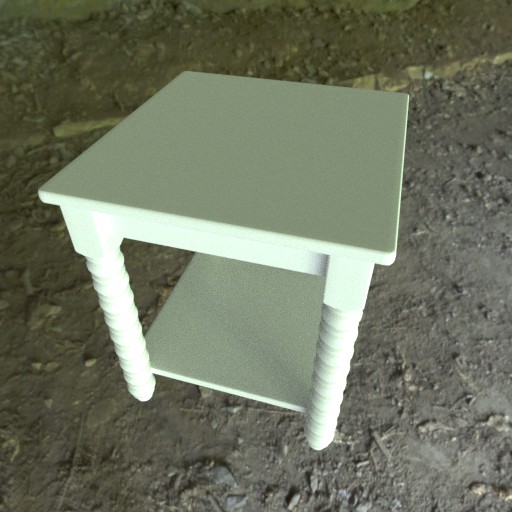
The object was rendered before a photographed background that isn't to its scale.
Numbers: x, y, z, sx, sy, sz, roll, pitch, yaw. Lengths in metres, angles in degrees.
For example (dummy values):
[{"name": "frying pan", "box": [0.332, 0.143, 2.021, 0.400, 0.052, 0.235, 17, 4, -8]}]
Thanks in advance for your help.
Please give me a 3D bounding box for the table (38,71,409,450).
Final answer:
[{"name": "table", "box": [0.000, 0.000, 0.951, 0.500, 0.563, 0.533, 11, 42, 12]}]
